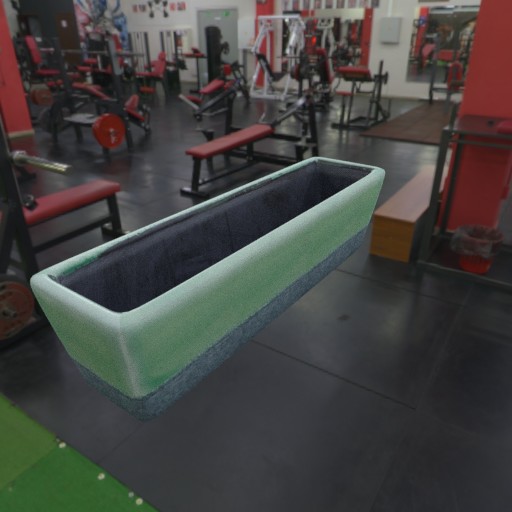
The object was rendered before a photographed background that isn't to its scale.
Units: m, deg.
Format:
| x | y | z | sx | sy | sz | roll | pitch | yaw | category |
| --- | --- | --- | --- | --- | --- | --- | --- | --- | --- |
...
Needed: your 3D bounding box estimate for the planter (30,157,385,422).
| x | y | z | sx | sy | sz | roll | pitch | yaw | category |
| --- | --- | --- | --- | --- | --- | --- | --- | --- | --- |
| 0.000 | 0.000 | 0.304 | 0.072 | 0.072 | 0.275 | 19 | 33 | 32 | planter |
